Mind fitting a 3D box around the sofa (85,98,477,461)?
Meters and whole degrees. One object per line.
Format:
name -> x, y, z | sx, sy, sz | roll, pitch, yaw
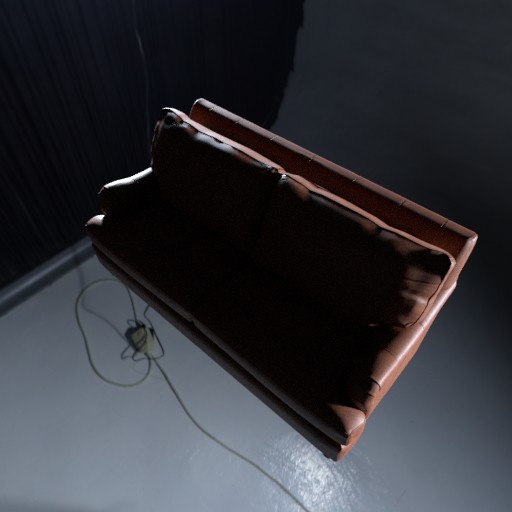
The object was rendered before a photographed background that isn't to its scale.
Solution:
sofa -> 0.000, 0.000, 2.747 | 2.144, 1.071, 1.147 | 34, 57, 26
